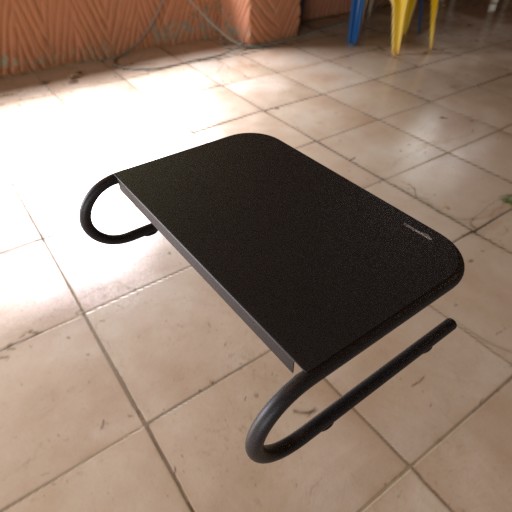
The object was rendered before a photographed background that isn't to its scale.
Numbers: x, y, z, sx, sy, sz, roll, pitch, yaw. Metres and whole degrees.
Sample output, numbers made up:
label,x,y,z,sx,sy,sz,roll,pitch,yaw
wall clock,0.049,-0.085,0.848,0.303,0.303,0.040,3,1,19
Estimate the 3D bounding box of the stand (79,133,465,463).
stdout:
label,x,y,z,sx,sy,sz,roll,pitch,yaw
stand,0.000,0.000,0.506,0.280,0.108,0.370,-26,47,-27
